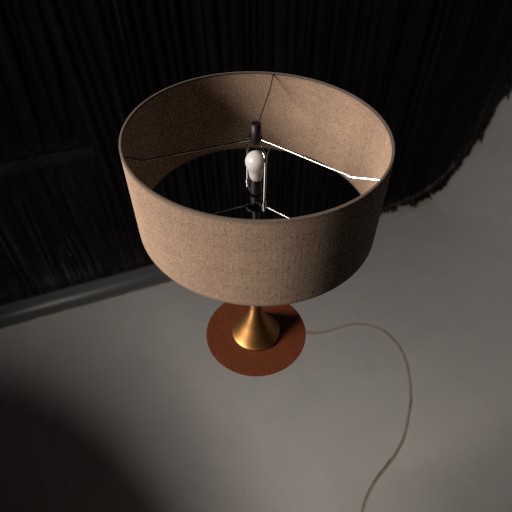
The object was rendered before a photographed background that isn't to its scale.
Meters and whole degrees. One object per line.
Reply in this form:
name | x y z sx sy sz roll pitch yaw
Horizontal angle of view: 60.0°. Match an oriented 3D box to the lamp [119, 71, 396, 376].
lamp | 0.000 0.000 0.843 0.396 0.551 0.417 -16 48 -16
